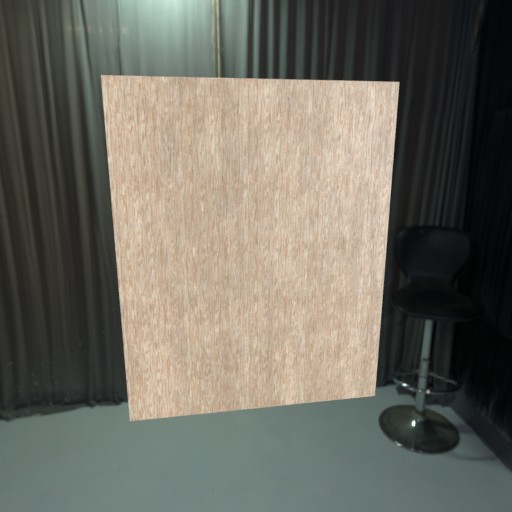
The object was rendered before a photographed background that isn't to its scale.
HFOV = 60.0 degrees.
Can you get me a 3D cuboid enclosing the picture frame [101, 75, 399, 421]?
[{"bbox_3d":[0.000,0.000,0.710,0.424,0.526,0.043,-3,15,-10],"label":"picture frame"}]
